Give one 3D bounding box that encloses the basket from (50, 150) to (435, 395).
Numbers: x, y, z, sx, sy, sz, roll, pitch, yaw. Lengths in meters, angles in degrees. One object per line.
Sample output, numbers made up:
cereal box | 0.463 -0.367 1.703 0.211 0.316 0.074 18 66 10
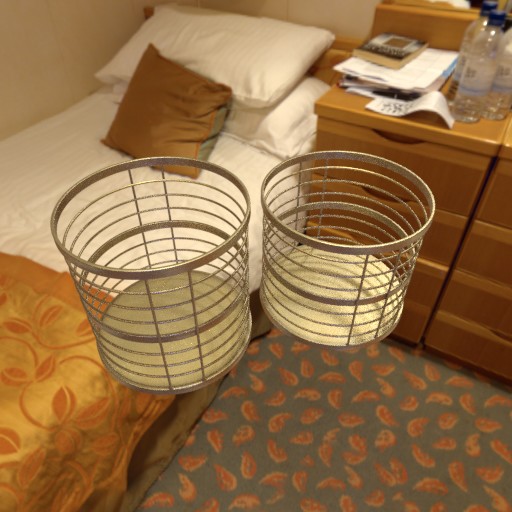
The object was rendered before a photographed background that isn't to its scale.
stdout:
basket | 0.000 0.000 0.965 0.746 0.351 0.356 -11 43 -12
